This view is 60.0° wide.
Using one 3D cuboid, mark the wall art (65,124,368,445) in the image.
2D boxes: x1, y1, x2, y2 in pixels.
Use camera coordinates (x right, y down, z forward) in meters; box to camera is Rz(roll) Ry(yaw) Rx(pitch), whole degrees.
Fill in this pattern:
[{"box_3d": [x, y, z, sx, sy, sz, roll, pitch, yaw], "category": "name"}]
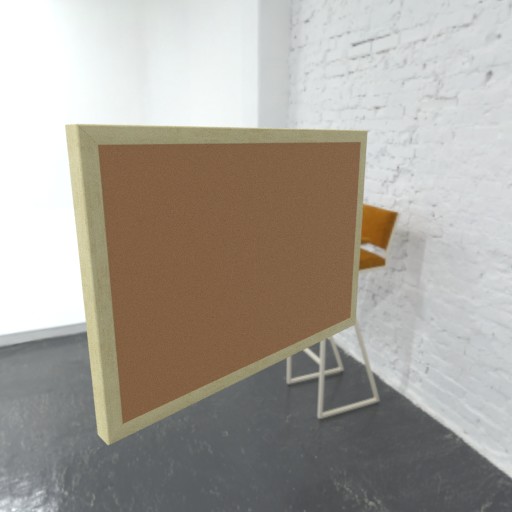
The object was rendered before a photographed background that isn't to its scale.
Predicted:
[{"box_3d": [0.000, 0.000, 0.686, 0.533, 0.381, 0.032, -14, 20, -42], "category": "wall art"}]
